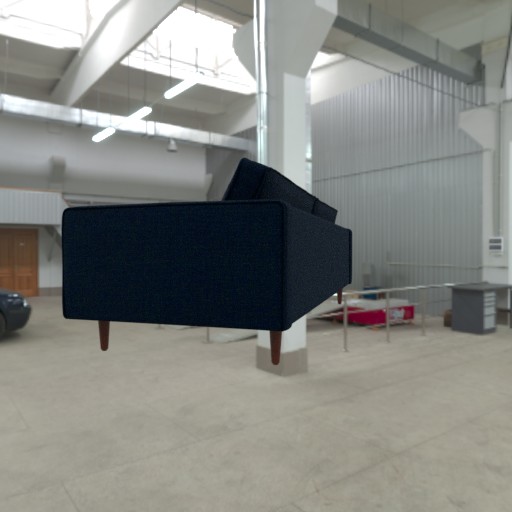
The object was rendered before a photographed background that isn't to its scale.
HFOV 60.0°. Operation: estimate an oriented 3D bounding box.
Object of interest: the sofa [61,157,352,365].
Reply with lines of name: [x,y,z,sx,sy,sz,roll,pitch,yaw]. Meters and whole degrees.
sofa: [0.000,0.000,2.613,0.914,0.762,2.210,0,1,18]
